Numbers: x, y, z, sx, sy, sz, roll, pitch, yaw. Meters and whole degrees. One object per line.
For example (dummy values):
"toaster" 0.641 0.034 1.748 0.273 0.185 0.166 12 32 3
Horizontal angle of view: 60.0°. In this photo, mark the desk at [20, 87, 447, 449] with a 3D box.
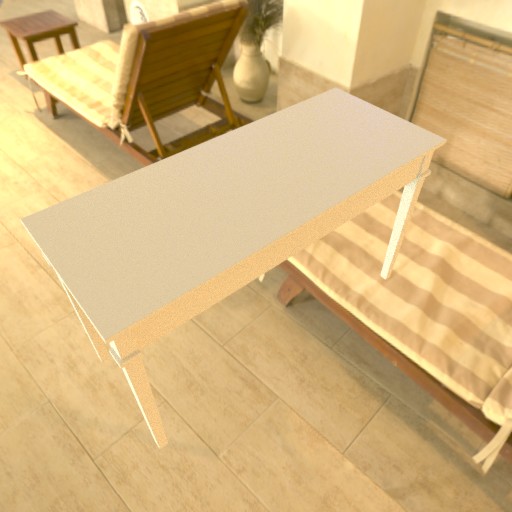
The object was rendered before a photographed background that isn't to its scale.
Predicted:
"desk" 0.000 0.000 1.758 1.372 0.774 0.559 -31 53 -27
